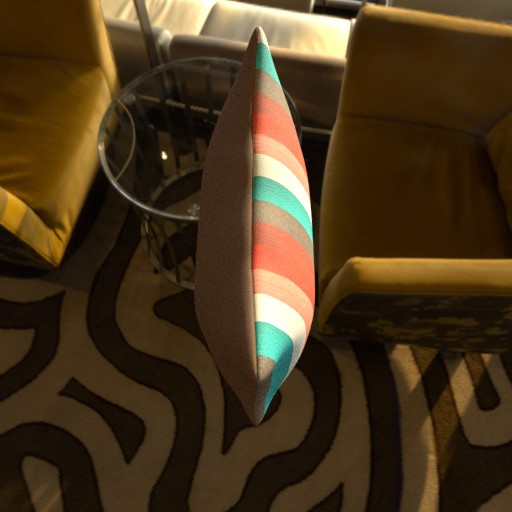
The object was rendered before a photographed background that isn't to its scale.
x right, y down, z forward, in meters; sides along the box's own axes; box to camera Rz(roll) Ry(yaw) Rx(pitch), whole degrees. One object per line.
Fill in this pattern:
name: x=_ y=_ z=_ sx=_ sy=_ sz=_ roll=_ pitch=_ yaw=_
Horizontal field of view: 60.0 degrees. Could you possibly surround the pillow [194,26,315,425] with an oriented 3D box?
pillow: x=0.000 y=0.000 z=0.678 sx=0.168 sy=0.443 sz=0.453 roll=0 pitch=64 yaw=0
